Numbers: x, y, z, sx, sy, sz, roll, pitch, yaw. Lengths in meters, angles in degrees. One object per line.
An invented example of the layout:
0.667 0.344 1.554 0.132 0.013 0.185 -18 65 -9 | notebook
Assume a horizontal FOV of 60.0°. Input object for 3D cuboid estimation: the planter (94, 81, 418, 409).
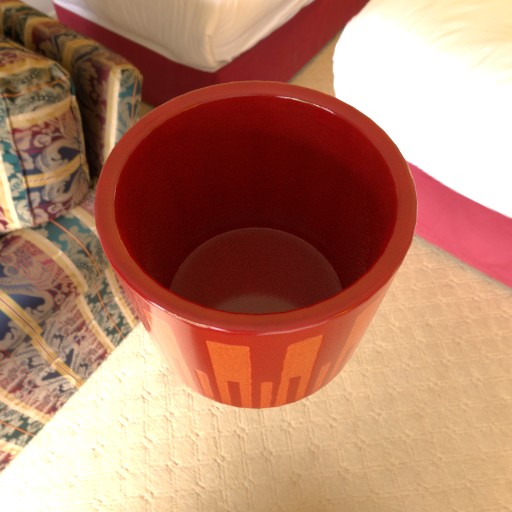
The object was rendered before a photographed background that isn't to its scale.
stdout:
0.000 0.000 0.402 0.230 0.202 0.230 0 58 0 | planter
